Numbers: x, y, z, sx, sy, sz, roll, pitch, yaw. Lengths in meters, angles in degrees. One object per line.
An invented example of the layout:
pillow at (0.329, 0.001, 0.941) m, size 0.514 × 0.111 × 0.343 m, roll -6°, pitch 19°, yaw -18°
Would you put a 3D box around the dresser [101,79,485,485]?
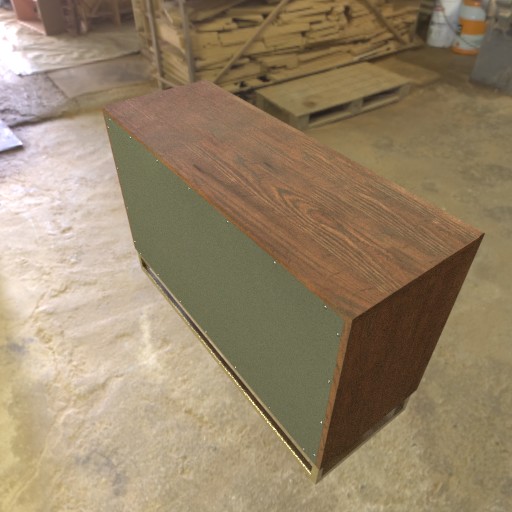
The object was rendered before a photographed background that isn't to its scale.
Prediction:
dresser at (0.000, 0.000, 2.104) m, size 0.623 × 1.061 × 1.646 m, roll -26°, pitch 48°, yaw -27°
